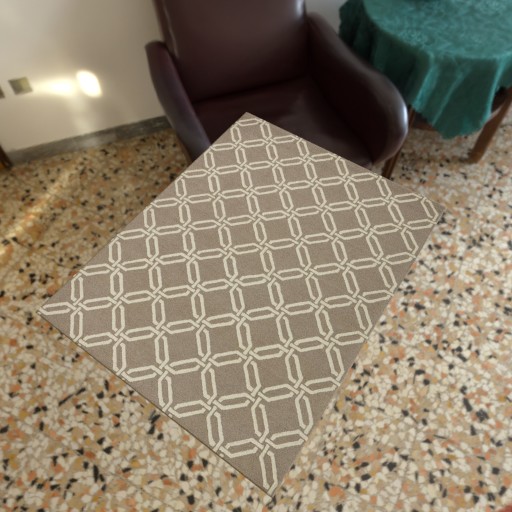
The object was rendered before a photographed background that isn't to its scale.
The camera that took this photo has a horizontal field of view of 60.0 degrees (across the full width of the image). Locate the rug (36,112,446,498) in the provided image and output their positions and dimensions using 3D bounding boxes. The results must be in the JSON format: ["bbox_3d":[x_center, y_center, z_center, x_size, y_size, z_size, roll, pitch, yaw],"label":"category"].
[{"bbox_3d":[0.000,0.000,3.828,2.288,0.018,2.895,31,63,18],"label":"rug"}]
